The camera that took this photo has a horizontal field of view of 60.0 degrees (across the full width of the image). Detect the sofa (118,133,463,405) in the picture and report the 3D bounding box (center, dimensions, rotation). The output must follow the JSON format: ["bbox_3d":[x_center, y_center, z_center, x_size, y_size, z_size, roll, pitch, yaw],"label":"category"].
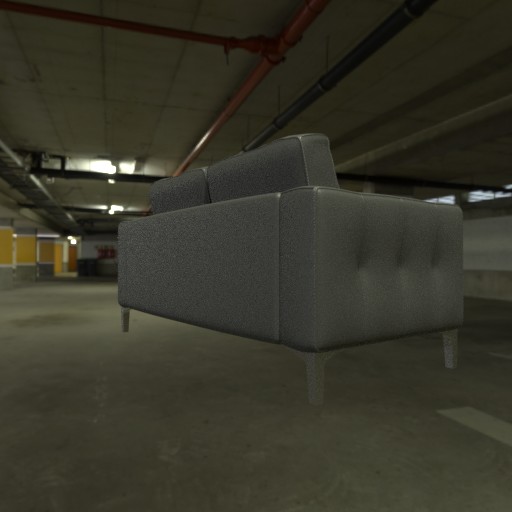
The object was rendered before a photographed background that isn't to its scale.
[{"bbox_3d":[0.000,0.000,2.196,0.833,0.892,1.726,0,-1,-36],"label":"sofa"}]
